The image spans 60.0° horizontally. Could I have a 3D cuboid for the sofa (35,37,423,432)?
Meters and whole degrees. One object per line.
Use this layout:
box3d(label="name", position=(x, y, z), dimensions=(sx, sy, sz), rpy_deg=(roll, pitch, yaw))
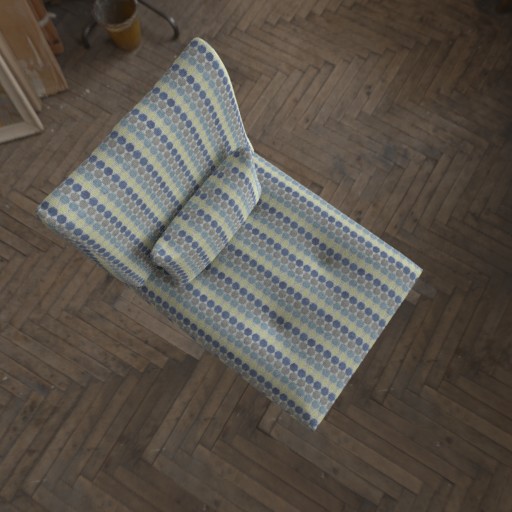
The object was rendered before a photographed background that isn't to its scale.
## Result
box3d(label="sofa", position=(0.000, 0.000, 1.502), dimensions=(1.000, 0.820, 0.700), rpy_deg=(36, 79, 9))
